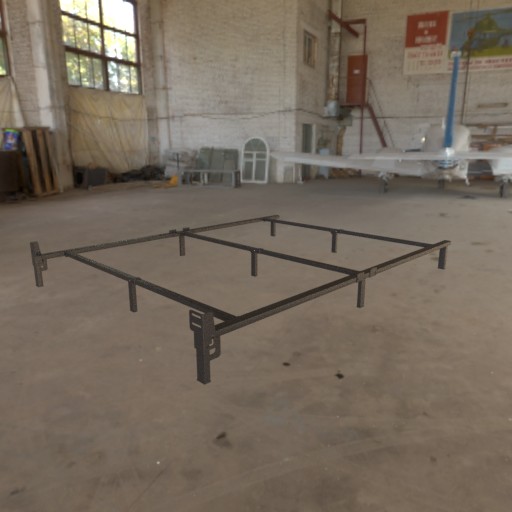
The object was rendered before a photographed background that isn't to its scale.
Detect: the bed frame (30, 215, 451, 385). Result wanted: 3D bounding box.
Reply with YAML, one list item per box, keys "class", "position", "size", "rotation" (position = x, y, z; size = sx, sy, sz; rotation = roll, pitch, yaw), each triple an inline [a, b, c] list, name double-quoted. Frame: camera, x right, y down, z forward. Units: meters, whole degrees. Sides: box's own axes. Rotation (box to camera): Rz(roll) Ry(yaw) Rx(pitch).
- class: "bed frame"
  position: [0.000, 0.000, 2.617]
  size: [1.498, 0.248, 1.990]
  rotation: [14, 20, 43]
